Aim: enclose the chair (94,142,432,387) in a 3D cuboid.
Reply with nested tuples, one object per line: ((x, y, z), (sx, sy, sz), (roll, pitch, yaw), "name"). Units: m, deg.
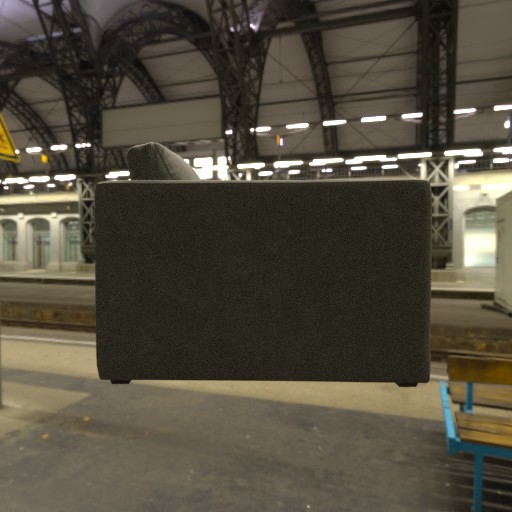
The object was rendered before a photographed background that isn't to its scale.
((0.000, 0.000, 1.937), (1.091, 0.845, 1.190), (0, 1, -2), "chair")
